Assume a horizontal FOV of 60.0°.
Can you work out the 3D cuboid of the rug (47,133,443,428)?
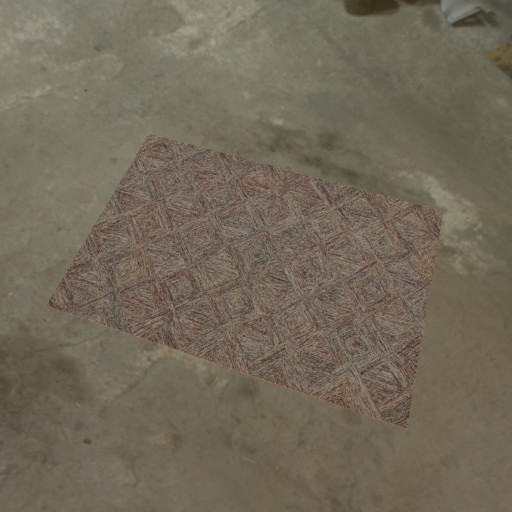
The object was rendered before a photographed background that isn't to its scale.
[{"bbox_3d":[0.000,0.000,2.972,2.285,0.019,1.523,17,63,9],"label":"rug"}]
